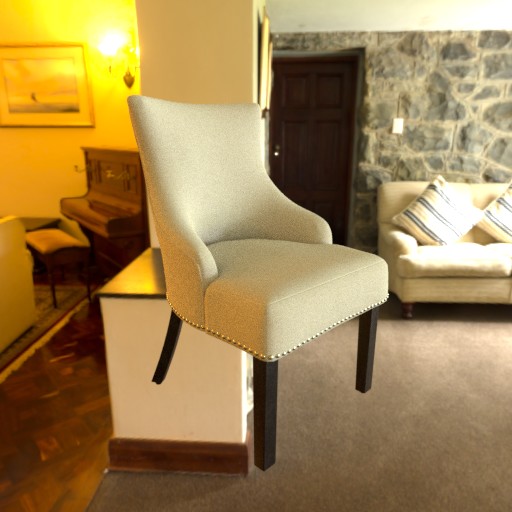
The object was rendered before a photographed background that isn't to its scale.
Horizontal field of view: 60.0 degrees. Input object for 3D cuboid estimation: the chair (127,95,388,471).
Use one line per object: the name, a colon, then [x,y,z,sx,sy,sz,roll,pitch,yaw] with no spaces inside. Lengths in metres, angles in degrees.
chair: [0.000,0.000,1.326,0.629,0.909,0.566,14,21,42]
